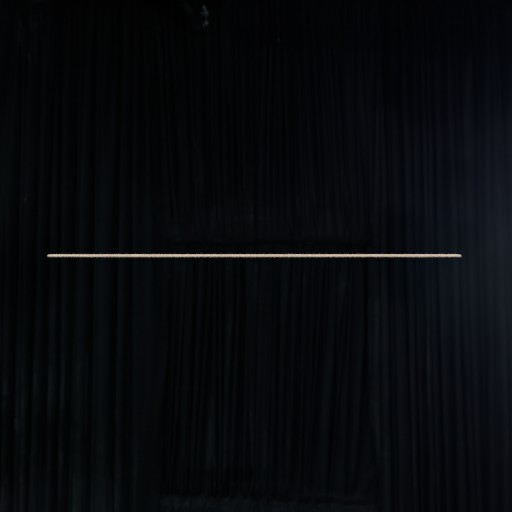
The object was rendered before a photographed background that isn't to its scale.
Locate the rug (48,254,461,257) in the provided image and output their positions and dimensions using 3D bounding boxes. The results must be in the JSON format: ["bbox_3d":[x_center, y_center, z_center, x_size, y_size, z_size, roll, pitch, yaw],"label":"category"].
[{"bbox_3d":[0.000,0.000,3.887,2.288,0.018,2.895,0,0,1],"label":"rug"}]
